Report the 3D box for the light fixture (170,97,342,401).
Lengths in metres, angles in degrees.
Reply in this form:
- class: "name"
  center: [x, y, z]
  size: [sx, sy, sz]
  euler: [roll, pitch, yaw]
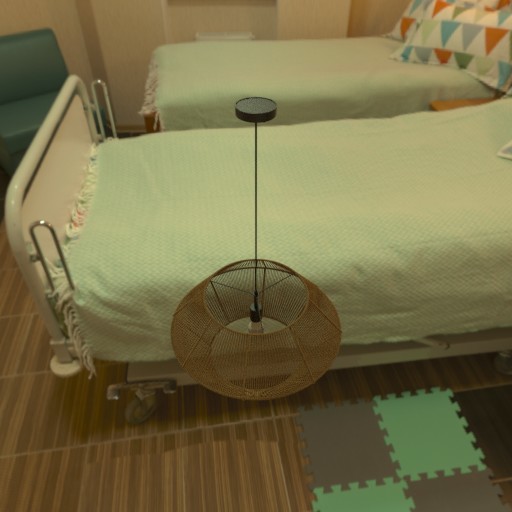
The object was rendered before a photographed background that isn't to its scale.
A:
- class: "light fixture"
  center: [0.000, 0.000, 1.449]
  size: [0.643, 1.009, 0.643]
  euler: [0, 41, 0]
